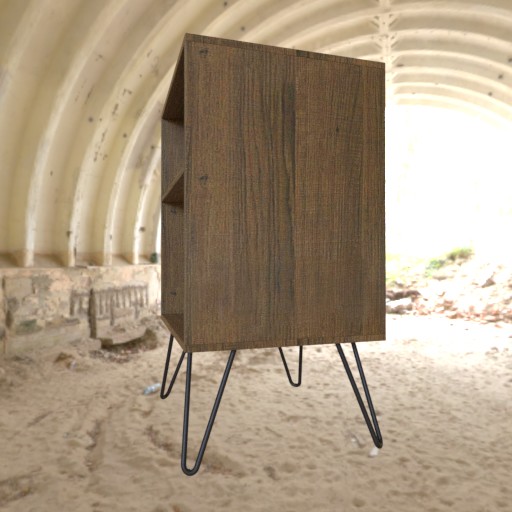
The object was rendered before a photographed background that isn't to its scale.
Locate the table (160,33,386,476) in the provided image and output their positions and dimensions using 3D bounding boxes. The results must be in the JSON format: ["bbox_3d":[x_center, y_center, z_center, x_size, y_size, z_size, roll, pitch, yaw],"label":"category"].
[{"bbox_3d":[0.000,0.000,1.174,0.457,0.866,0.526,0,0,-17],"label":"table"}]
